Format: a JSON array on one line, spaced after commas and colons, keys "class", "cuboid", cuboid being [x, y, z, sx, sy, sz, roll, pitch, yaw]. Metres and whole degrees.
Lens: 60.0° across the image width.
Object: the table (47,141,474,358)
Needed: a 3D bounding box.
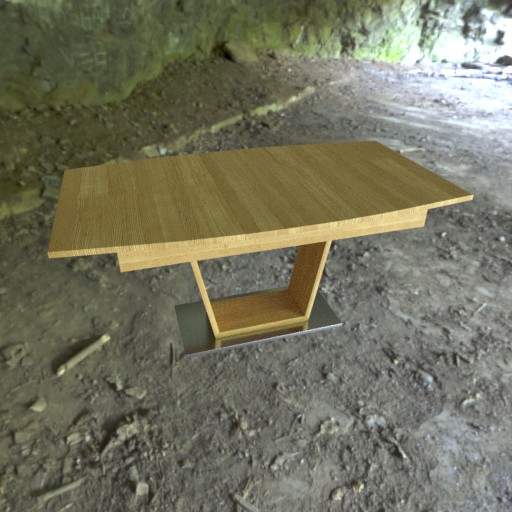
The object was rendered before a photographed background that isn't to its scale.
[{"class": "table", "cuboid": [0.000, 0.000, 2.097, 1.598, 0.748, 0.900, -9, 32, -14]}]
